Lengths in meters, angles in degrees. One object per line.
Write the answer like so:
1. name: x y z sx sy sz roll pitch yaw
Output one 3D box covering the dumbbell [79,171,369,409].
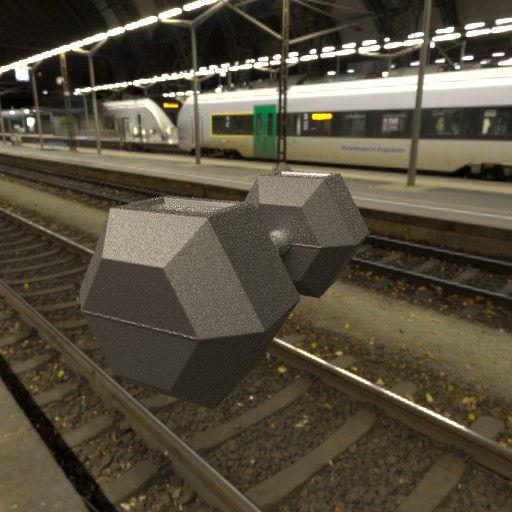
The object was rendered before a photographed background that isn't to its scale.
1. dumbbell: 0.000 0.000 0.337 0.122 0.106 0.271 8 18 25
